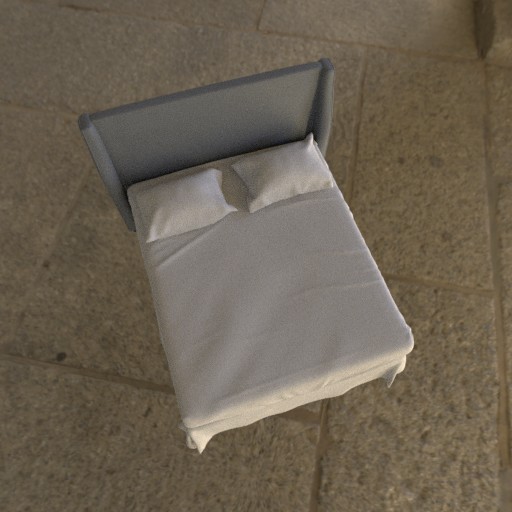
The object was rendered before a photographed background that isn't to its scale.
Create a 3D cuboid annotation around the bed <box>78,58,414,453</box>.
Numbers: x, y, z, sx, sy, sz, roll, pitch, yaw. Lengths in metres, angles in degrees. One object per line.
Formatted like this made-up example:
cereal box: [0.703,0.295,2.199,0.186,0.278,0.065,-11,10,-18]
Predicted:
bed: [0.000,0.000,3.331,1.925,1.332,2.276,-16,65,-8]
